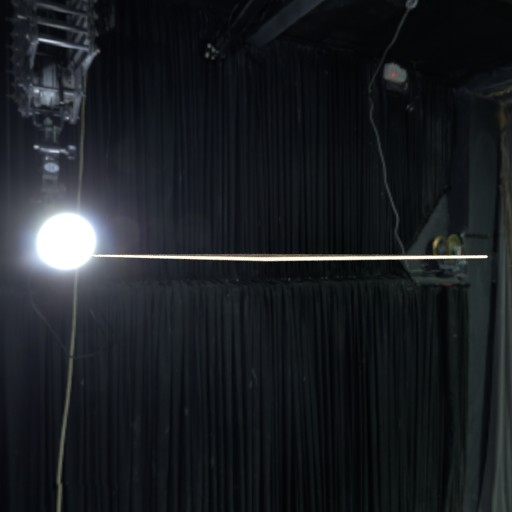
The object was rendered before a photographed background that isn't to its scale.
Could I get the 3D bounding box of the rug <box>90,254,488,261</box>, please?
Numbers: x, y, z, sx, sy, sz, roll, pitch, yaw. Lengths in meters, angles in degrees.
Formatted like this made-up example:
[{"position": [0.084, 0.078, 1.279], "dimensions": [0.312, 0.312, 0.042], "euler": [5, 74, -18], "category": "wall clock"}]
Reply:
[{"position": [0.000, 0.000, 2.923], "dimensions": [1.526, 0.014, 2.290], "euler": [0, 1, -35], "category": "rug"}]
